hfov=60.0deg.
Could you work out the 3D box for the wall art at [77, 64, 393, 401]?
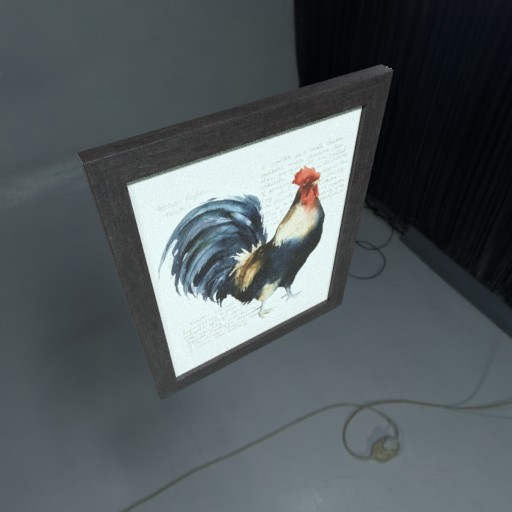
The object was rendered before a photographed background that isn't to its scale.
[{"bbox_3d":[0.000,0.000,0.807,0.479,0.580,0.027,-24,50,-21],"label":"wall art"}]
